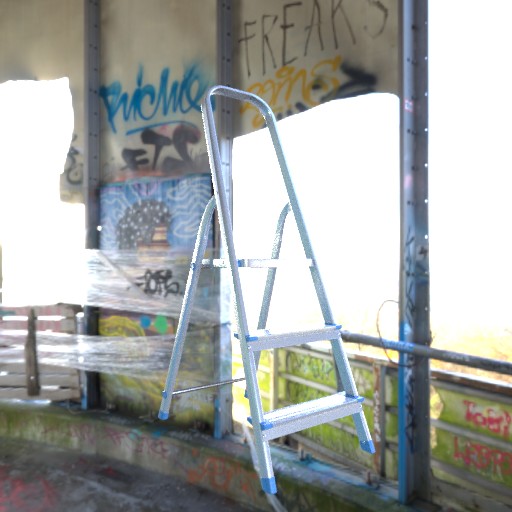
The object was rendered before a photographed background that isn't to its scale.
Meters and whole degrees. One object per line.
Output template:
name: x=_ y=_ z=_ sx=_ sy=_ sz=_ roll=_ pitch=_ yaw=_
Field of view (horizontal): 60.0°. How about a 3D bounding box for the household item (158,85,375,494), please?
household item: x=0.000 y=0.000 z=1.525 sx=0.420 sy=1.215 sz=0.687 roll=0 pitch=0 yaw=-37
